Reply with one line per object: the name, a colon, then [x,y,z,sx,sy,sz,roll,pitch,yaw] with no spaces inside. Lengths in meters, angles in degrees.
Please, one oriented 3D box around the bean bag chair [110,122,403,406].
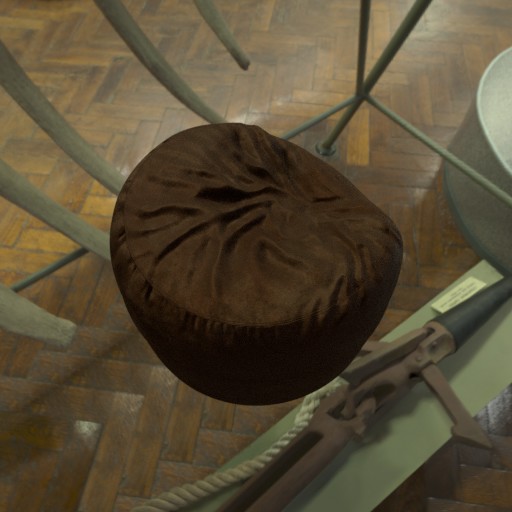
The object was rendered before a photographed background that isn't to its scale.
bean bag chair: [0.000,0.000,1.524,0.918,0.616,0.918,0,58,0]
